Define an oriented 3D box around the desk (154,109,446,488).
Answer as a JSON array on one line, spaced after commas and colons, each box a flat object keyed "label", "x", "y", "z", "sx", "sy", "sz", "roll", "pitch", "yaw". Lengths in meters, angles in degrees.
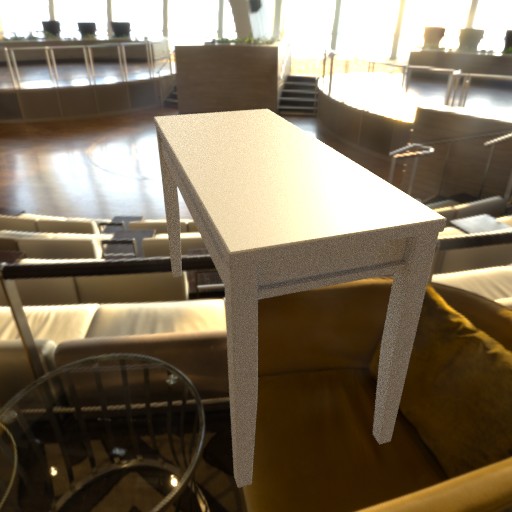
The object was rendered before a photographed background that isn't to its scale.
[{"label": "desk", "x": 0.000, "y": 0.000, "z": 1.624, "sx": 0.508, "sy": 0.775, "sz": 1.220, "roll": -9, "pitch": 31, "yaw": -16}]
